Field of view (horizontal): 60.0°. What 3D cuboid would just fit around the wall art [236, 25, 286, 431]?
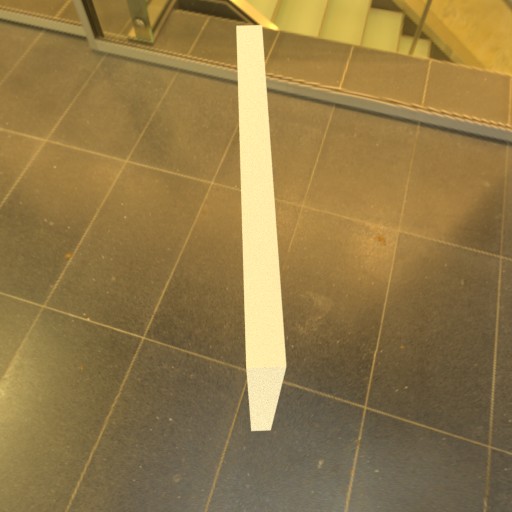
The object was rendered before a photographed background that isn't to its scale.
[{"bbox_3d":[0.000,0.000,0.762,0.038,0.505,0.506,-2,62,-1],"label":"wall art"}]
